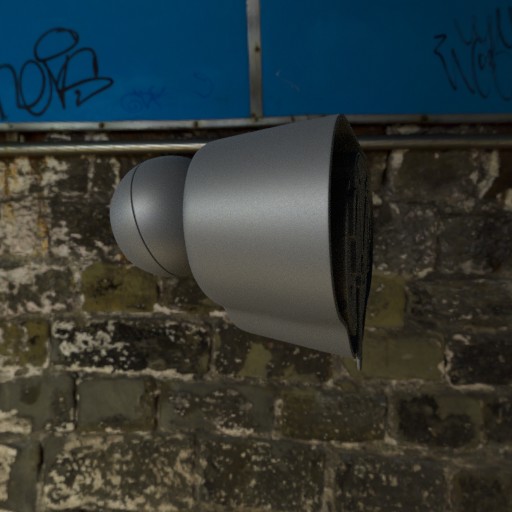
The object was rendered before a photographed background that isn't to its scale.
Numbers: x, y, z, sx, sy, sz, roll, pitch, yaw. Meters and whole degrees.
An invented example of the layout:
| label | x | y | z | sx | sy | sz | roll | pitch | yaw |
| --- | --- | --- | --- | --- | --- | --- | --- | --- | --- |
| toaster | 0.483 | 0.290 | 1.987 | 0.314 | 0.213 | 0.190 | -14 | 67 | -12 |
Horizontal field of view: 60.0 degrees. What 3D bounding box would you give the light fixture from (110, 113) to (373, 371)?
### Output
| label | x | y | z | sx | sy | sz | roll | pitch | yaw |
| --- | --- | --- | --- | --- | --- | --- | --- | --- | --- |
| light fixture | 0.000 | 0.000 | 0.334 | 0.159 | 0.159 | 0.229 | 0 | 0 | 20 |
